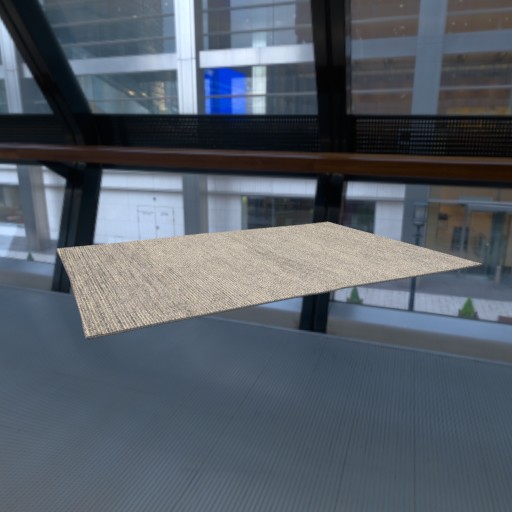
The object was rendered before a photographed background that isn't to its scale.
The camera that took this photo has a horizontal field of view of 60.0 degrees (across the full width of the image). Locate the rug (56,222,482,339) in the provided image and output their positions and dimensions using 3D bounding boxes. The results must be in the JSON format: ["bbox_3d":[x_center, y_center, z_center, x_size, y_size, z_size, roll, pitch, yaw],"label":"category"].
[{"bbox_3d":[0.000,0.000,2.897,2.307,0.030,1.604,-7,16,-26],"label":"rug"}]
